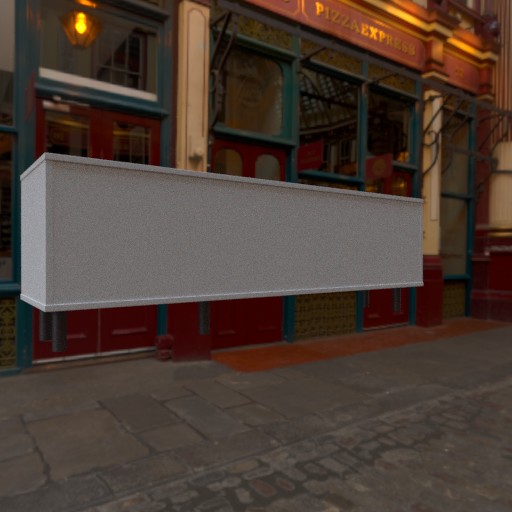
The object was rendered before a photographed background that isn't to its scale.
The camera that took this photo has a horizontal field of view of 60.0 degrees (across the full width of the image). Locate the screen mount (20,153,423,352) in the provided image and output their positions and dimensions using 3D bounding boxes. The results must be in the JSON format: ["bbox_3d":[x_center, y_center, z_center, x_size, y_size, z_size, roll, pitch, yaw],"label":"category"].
[{"bbox_3d":[0.000,0.000,1.745,1.600,0.520,0.418,0,0,-36],"label":"screen mount"}]
